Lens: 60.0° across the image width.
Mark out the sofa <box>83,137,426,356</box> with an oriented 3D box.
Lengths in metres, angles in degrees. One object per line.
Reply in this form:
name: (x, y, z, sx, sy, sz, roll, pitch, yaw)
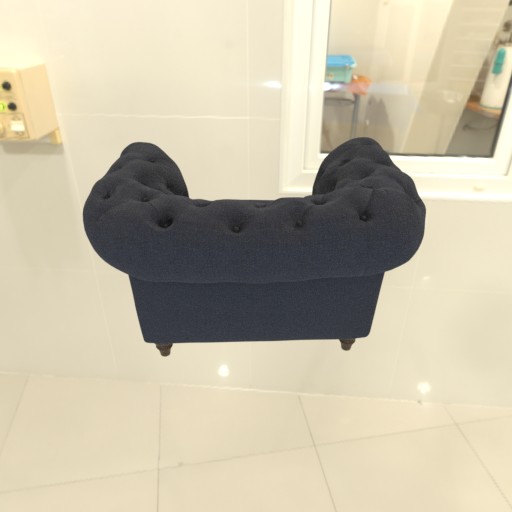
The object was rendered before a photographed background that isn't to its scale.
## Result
sofa: (0.000, 0.000, 2.088, 1.405, 0.878, 1.032, -1, 31, -2)
